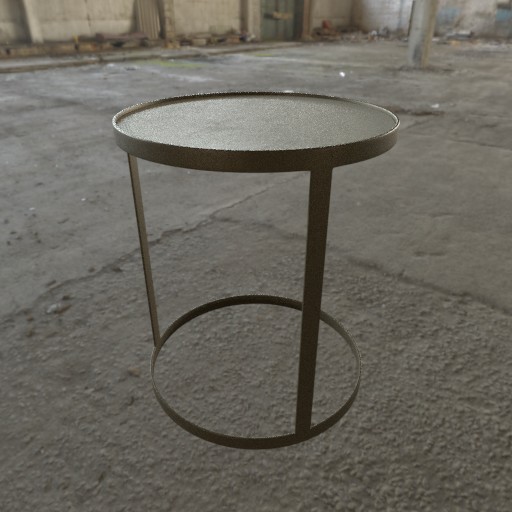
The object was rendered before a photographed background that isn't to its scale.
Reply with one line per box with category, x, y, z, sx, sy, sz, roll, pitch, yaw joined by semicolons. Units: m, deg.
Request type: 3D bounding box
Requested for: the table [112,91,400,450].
table;0.000;0.000;0.904;0.480;0.565;0.480;0;29;0
